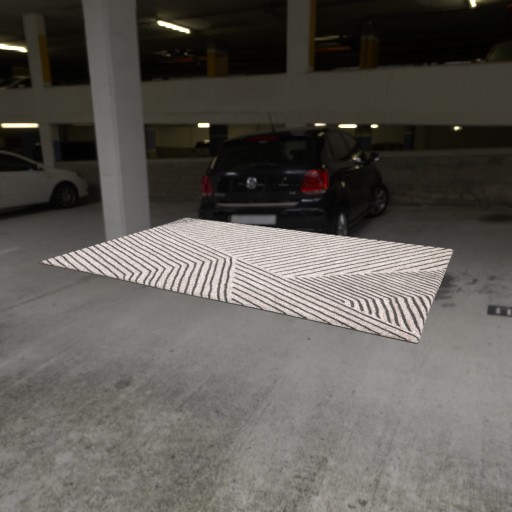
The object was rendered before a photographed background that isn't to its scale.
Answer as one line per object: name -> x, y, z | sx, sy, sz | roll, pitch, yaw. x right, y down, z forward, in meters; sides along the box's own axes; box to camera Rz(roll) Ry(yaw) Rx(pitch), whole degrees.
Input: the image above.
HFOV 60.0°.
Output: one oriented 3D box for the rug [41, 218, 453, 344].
rug -> 0.000, 0.000, 2.363 | 1.842, 0.019, 1.237 | 9, 19, 27
